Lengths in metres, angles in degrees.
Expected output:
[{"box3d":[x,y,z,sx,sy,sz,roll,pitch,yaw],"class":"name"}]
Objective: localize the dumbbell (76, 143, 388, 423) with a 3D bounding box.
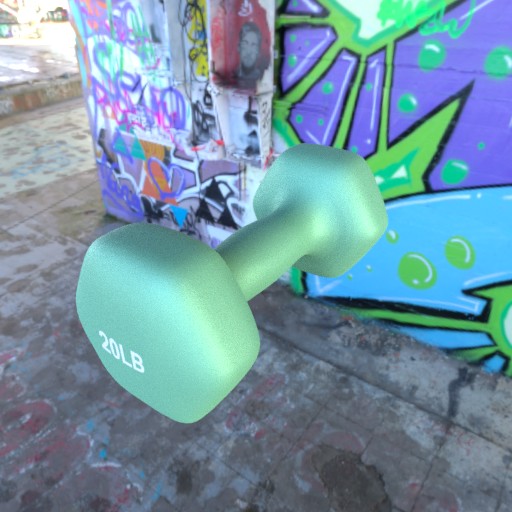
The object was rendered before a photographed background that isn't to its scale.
[{"box3d":[0.000,0.000,0.342,0.129,0.117,0.260,21,37,30],"class":"dumbbell"}]
